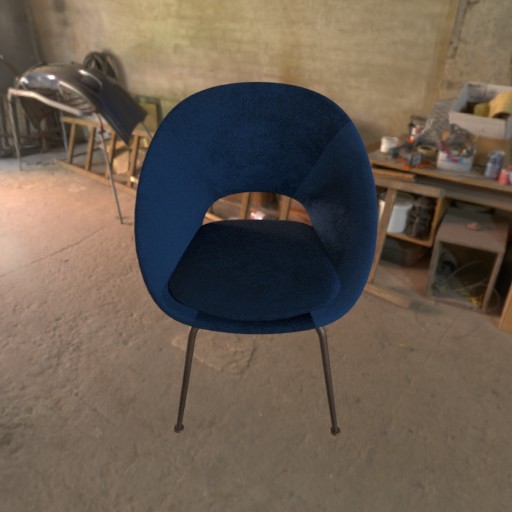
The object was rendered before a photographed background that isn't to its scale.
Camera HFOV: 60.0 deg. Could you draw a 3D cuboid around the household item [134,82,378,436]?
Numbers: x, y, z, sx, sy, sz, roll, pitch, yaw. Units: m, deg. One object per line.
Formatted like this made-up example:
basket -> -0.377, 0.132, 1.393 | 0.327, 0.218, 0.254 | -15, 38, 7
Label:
household item -> 0.000, 0.000, 1.274 | 0.623, 0.852, 0.573 | 1, 32, 1
